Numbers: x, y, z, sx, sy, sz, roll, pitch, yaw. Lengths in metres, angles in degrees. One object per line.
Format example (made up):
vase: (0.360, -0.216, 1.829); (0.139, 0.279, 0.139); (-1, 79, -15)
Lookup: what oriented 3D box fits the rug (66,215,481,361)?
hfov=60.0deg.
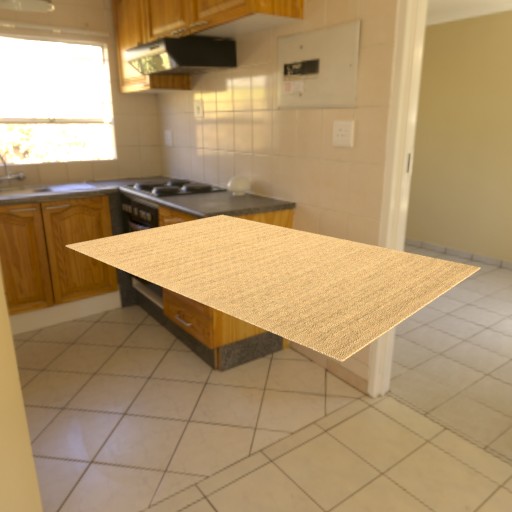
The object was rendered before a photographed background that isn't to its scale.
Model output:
rug: (0.000, 0.000, 2.212); (1.752, 0.006, 1.142); (15, 23, 41)
